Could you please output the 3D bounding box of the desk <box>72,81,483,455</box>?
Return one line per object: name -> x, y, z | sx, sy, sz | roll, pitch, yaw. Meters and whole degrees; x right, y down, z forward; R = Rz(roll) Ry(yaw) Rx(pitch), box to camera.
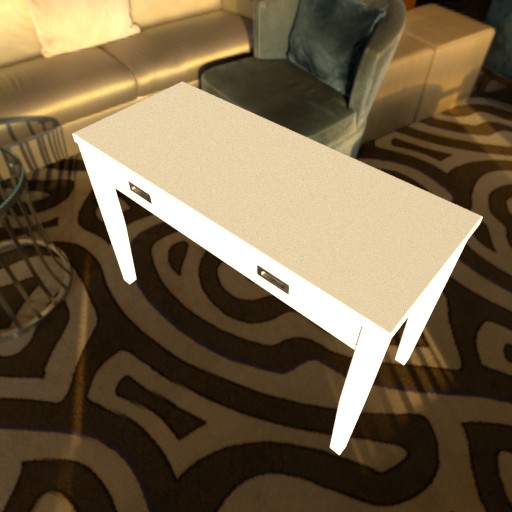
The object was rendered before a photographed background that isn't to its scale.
desk -> 0.000, 0.000, 1.646 | 1.220, 0.775, 0.508 | 33, 55, 27
